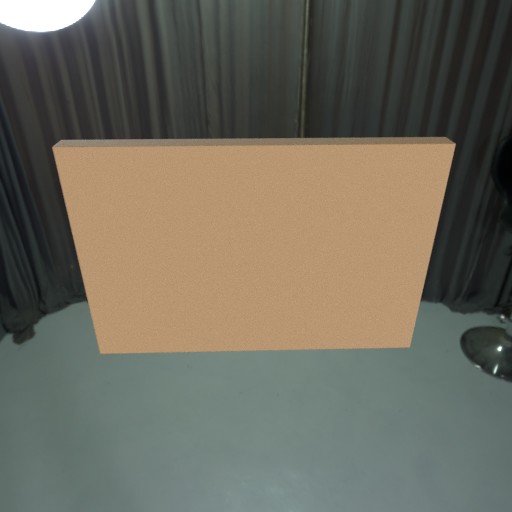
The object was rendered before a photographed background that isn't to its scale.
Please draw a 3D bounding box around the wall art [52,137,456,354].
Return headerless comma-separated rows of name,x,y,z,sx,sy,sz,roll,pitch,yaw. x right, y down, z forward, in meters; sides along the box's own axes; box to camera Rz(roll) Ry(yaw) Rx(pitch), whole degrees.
wall art,0.000,0.000,0.788,0.609,0.407,0.039,-1,30,-1
